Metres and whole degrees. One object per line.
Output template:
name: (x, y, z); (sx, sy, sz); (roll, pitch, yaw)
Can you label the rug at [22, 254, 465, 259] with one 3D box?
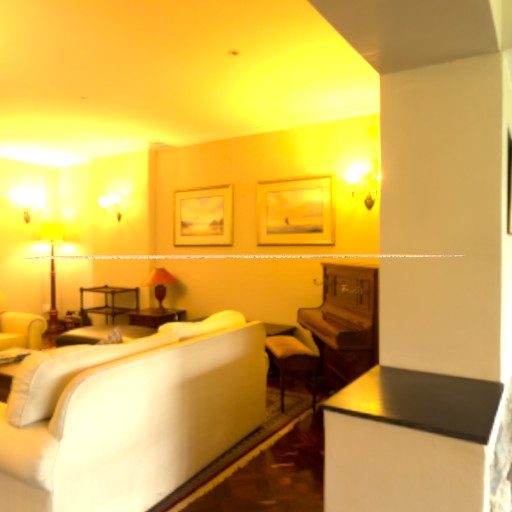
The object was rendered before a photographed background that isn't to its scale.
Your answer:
rug: (0.000, 0.000, 2.716); (2.443, 0.009, 0.771); (0, 1, -17)
